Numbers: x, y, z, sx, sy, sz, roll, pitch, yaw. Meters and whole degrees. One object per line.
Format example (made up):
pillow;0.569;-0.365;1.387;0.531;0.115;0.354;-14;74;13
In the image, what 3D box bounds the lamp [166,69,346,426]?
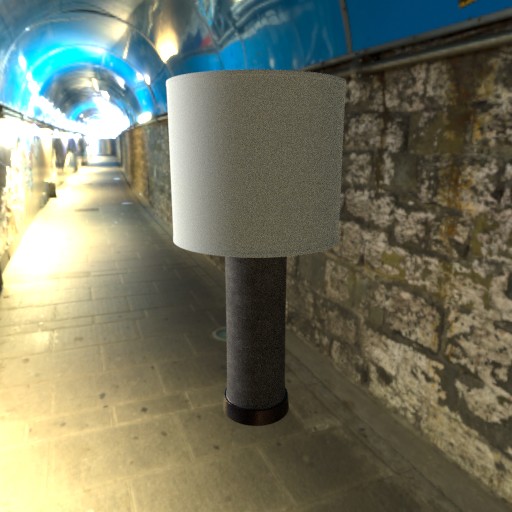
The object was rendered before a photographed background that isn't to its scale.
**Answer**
lamp;0.000;0.000;0.826;0.301;0.630;0.301;-2;14;-9
